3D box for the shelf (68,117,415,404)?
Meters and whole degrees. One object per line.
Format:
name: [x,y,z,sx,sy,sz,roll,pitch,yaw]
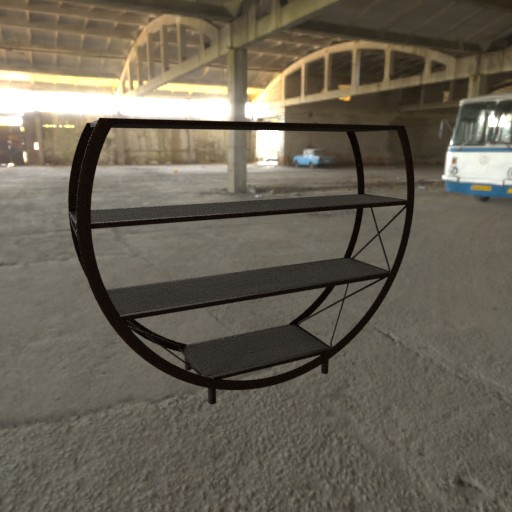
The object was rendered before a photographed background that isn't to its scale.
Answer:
shelf: [0.000,0.000,1.864,1.403,1.063,0.344,-7,15,-26]
